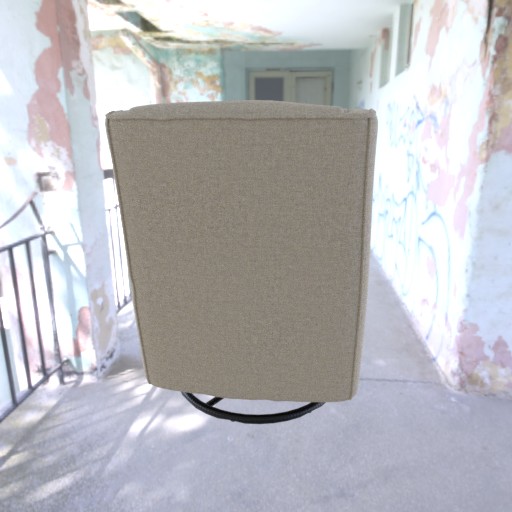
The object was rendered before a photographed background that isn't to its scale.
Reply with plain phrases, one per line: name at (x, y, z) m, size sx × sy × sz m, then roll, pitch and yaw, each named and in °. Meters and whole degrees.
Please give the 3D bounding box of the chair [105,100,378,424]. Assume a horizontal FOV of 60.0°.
chair at (0.000, 0.000, 1.556) m, size 0.732 × 0.993 × 0.879 m, roll 2°, pitch 16°, yaw 8°
